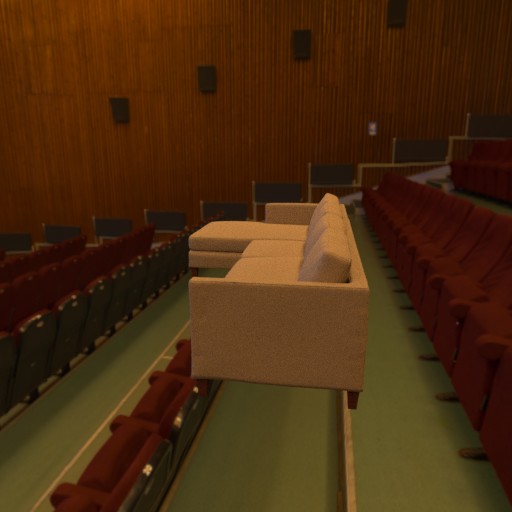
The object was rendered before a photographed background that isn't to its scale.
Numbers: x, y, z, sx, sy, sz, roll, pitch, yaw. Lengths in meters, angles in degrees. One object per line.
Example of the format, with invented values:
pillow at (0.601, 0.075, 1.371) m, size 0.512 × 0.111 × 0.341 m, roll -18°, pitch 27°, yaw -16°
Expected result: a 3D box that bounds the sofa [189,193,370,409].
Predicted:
sofa at (0.000, 0.000, 3.859) m, size 1.625 × 0.846 × 3.186 m, roll 2°, pitch 14°, yaw 9°
